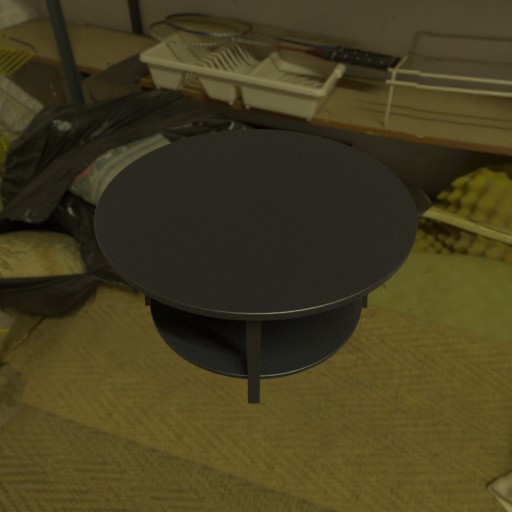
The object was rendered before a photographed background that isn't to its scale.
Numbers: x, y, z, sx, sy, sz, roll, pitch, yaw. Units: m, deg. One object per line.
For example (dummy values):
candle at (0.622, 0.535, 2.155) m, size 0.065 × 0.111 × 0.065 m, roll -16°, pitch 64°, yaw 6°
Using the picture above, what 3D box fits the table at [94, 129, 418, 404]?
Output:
table at (0.000, 0.000, 1.445) m, size 0.914 × 0.457 × 0.914 m, roll 0°, pitch 41°, yaw 0°
